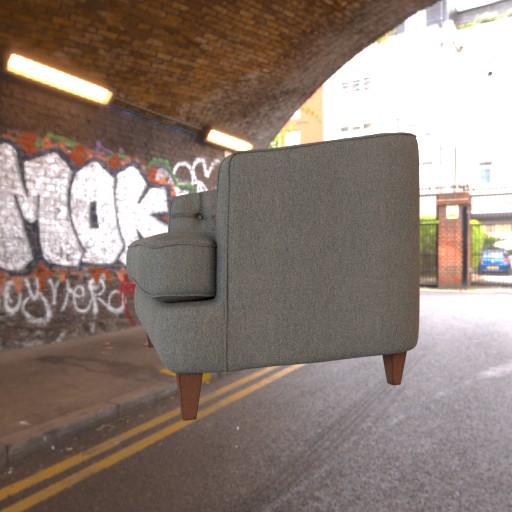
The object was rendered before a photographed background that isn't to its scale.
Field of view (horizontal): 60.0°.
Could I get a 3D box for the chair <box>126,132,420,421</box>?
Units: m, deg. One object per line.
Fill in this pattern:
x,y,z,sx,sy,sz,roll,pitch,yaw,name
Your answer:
0.000,0.000,1.733,0.945,0.852,1.094,0,0,-19,chair
